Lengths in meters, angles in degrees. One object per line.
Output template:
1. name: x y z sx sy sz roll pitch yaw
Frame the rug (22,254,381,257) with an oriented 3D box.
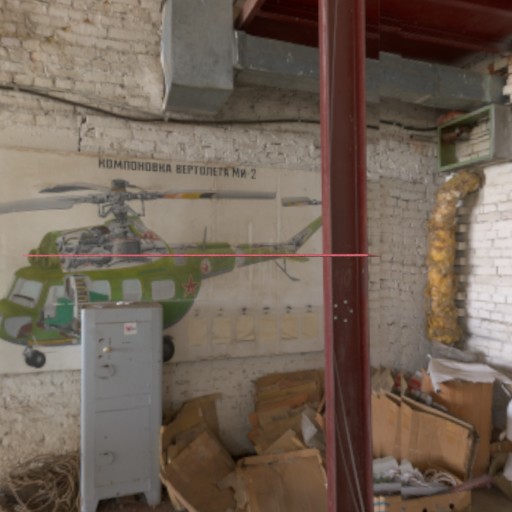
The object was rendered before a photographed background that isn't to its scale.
1. rug: 0.000 0.000 2.287 1.209 0.008 1.814 0 0 17
